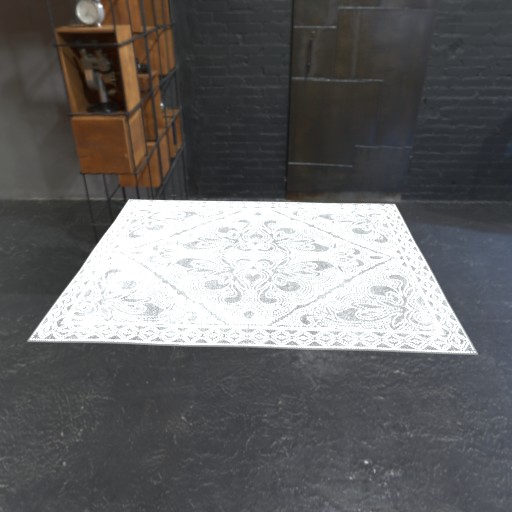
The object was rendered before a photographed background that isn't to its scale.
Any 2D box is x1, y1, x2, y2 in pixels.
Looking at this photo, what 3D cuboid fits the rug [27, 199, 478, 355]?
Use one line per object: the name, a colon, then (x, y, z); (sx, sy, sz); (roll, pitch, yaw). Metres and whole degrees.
rug: (0.000, 0.000, 4.003); (3.048, 0.012, 2.438); (1, 31, 2)
